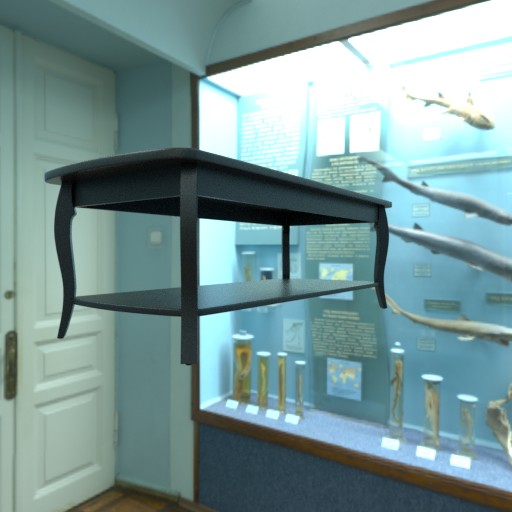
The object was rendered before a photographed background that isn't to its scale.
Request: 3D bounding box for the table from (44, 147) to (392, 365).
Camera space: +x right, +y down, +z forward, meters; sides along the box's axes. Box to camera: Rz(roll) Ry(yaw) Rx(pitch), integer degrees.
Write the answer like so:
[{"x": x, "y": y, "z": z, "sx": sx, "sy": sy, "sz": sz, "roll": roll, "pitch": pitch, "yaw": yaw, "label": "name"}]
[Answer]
[{"x": 0.000, "y": 0.000, "z": 1.572, "sx": 0.571, "sy": 0.457, "sz": 1.333, "roll": 0, "pitch": 1, "yaw": 36, "label": "table"}]
